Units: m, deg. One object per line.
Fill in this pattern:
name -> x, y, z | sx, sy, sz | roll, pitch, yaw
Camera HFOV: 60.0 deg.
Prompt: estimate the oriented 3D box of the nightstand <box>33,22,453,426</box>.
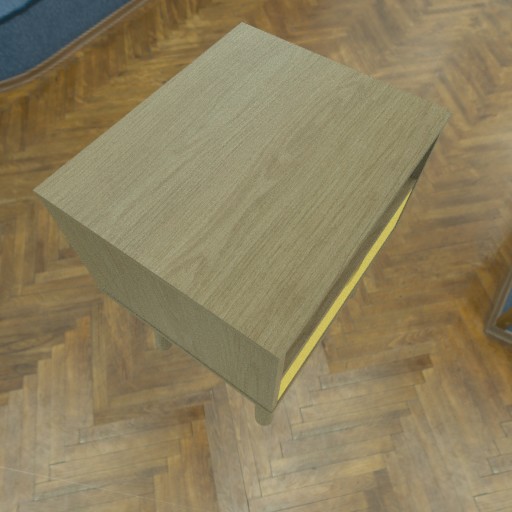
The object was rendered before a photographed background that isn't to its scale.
nightstand -> 0.000, 0.000, 0.849 | 0.380, 0.571, 0.450 | 31, 64, 17
